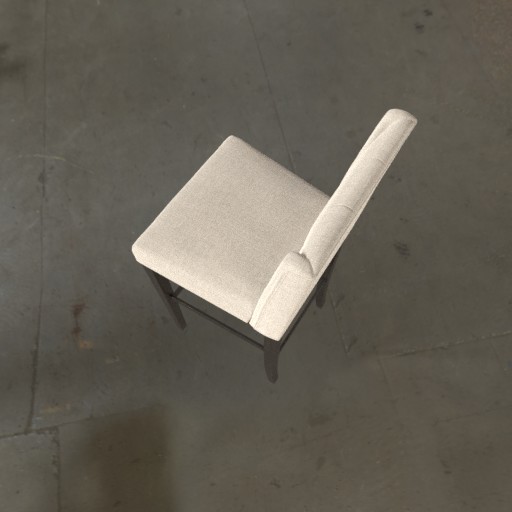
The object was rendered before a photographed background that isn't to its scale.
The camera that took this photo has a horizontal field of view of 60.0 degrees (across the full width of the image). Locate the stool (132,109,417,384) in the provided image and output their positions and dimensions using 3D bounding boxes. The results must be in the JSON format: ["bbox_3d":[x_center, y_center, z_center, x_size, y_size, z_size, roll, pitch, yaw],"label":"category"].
[{"bbox_3d":[0.000,0.000,1.366,0.509,1.116,0.474,30,67,14],"label":"stool"}]
